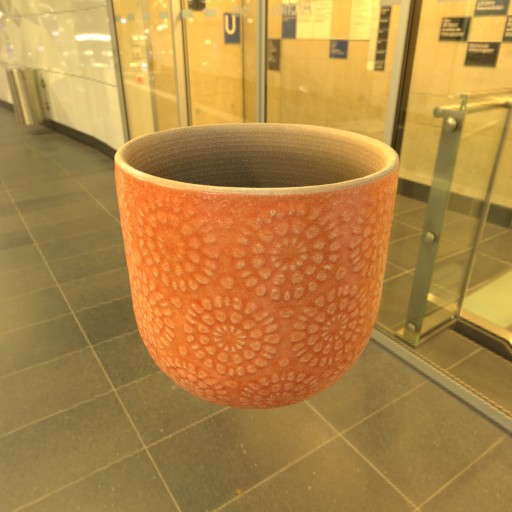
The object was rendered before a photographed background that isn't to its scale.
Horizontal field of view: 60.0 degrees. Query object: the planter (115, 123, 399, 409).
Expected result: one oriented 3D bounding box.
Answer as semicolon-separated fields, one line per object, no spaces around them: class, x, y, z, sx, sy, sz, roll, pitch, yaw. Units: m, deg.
planter;0.000;0.000;0.294;0.170;0.152;0.170;0;27;0
